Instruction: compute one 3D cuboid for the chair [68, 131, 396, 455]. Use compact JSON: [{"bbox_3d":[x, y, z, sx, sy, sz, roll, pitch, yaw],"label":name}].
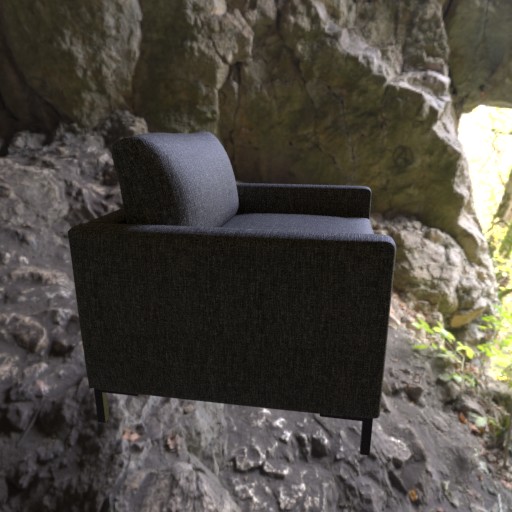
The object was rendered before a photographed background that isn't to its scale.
[{"bbox_3d":[0.000,0.000,1.591,0.866,0.861,0.963,3,17,10],"label":"chair"}]
